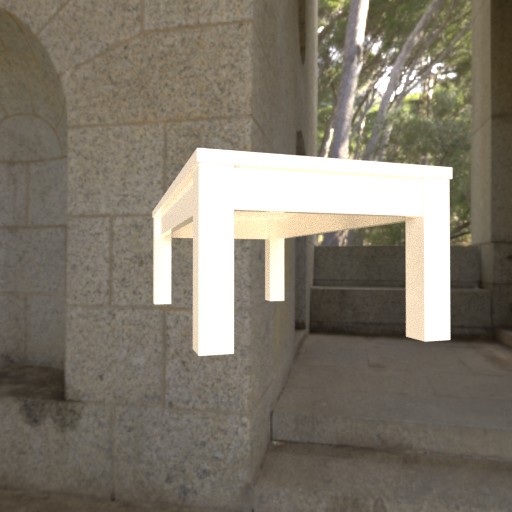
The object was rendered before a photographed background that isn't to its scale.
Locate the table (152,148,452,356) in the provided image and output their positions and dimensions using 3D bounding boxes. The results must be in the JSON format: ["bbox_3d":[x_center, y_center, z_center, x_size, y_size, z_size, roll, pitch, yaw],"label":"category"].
[{"bbox_3d":[0.000,0.000,1.744,0.700,0.470,1.350,0,-1,-17],"label":"table"}]
